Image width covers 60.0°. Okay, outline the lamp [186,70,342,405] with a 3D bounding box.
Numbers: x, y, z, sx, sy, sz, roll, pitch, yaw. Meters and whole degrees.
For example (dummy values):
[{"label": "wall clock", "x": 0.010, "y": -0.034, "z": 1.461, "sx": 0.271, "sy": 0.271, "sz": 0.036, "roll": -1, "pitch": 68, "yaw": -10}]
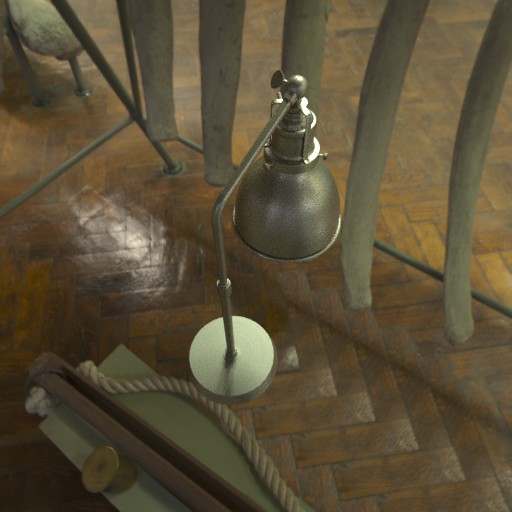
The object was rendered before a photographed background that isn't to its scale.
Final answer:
[{"label": "lamp", "x": 0.000, "y": 0.000, "z": 0.588, "sx": 0.153, "sy": 0.456, "sz": 0.286, "roll": 32, "pitch": 61, "yaw": 20}]
